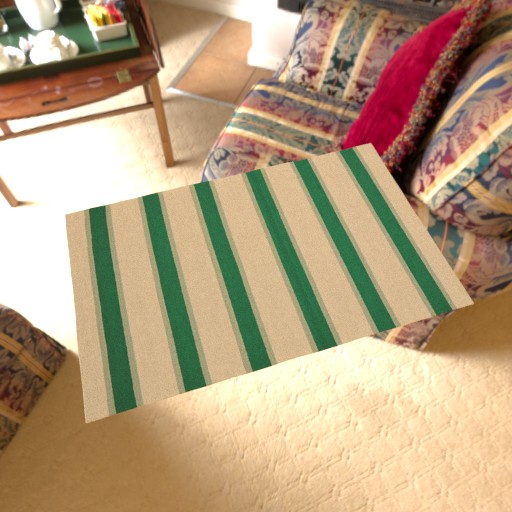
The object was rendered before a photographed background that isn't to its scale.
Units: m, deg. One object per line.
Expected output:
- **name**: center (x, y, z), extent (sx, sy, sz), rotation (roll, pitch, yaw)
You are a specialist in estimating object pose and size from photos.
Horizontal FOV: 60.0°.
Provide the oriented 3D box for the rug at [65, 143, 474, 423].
- **rug**: center (0.000, 0.000, 3.016), extent (2.436, 0.015, 1.521), rotation (-15, 59, -9)
